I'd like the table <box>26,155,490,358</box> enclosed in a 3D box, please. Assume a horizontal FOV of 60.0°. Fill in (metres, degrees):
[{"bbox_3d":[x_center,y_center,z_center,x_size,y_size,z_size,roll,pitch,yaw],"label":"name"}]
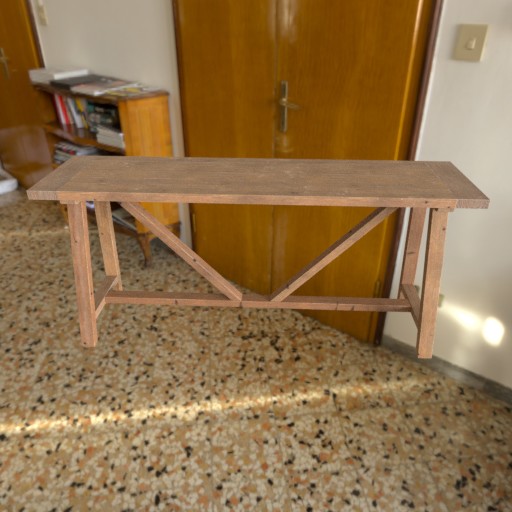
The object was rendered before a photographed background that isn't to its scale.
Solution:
[{"bbox_3d":[0.000,0.000,2.119,1.800,0.810,0.465,1,30,3],"label":"table"}]
